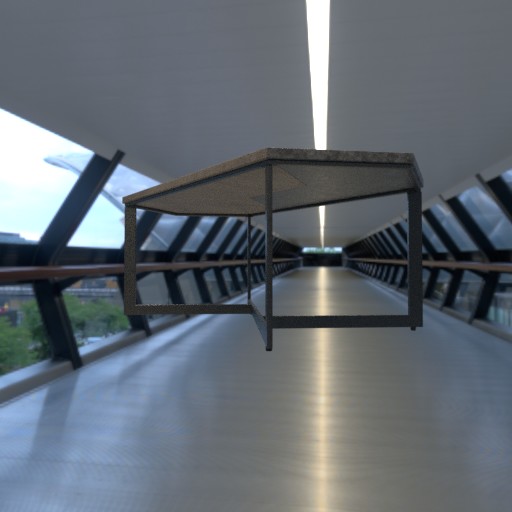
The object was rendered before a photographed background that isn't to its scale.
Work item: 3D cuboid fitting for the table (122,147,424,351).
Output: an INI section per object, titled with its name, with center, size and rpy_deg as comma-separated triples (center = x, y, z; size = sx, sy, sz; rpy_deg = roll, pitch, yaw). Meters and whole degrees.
[table]
center = 0.000, 0.000, 1.514
size = 0.609, 0.457, 1.219
rpy_deg = 1, -2, -37
